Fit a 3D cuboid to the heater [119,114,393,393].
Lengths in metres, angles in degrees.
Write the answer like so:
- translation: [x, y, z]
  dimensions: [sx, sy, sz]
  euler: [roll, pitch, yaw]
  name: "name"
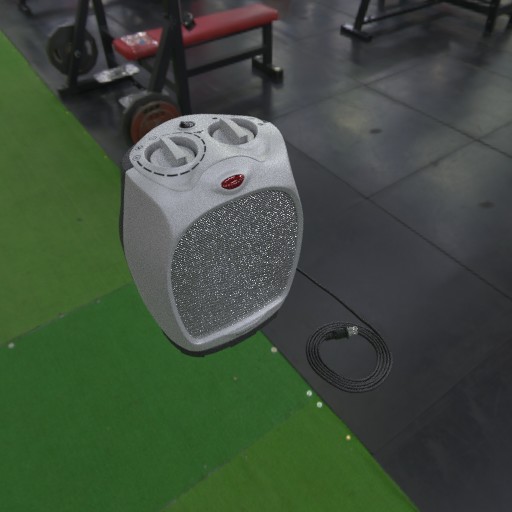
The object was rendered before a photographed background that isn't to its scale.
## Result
- translation: [0.000, 0.000, 0.465]
  dimensions: [0.239, 0.255, 0.291]
  euler: [-25, 51, -22]
  name: "heater"
